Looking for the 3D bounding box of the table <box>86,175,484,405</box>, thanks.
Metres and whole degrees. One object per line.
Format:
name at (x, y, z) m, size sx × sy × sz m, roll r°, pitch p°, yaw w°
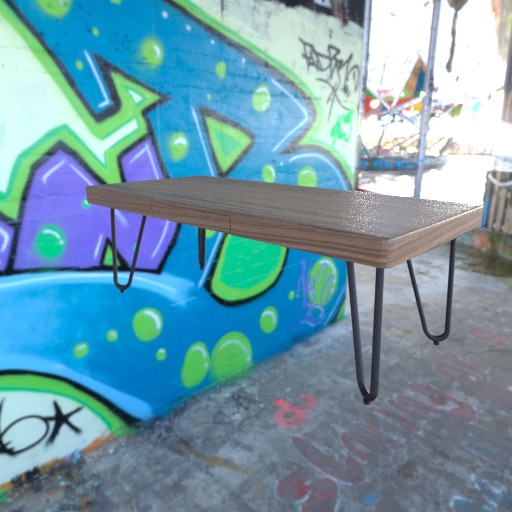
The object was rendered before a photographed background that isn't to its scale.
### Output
table at (0.000, 0.000, 1.676) m, size 1.375 × 0.468 × 0.637 m, roll 14°, pitch 21°, yaw 41°
